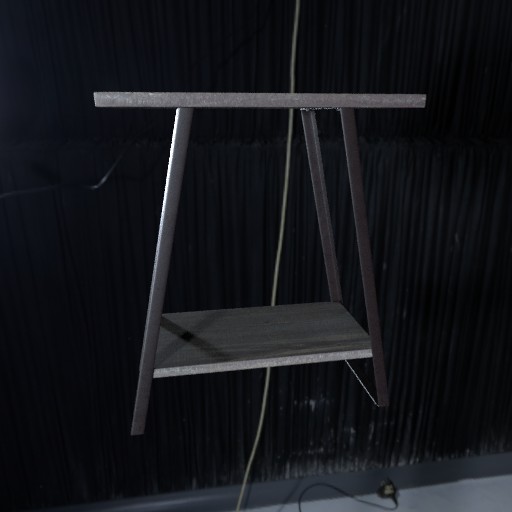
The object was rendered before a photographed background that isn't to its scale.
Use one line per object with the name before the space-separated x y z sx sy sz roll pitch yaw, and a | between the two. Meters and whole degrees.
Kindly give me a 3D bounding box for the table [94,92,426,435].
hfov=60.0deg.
table | 0.000 0.000 1.033 0.599 0.701 0.300 -3 18 -9
